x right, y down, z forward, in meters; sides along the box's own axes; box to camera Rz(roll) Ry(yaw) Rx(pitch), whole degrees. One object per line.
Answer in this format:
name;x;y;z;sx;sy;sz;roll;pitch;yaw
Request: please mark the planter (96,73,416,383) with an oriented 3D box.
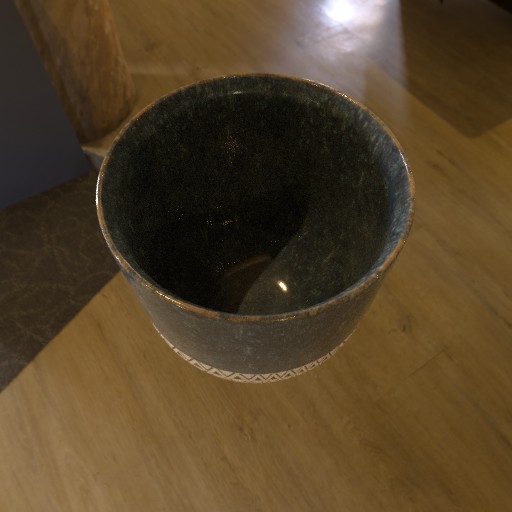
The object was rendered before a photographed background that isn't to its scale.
planter;0.000;0.000;0.488;0.266;0.270;0.266;0;59;0
